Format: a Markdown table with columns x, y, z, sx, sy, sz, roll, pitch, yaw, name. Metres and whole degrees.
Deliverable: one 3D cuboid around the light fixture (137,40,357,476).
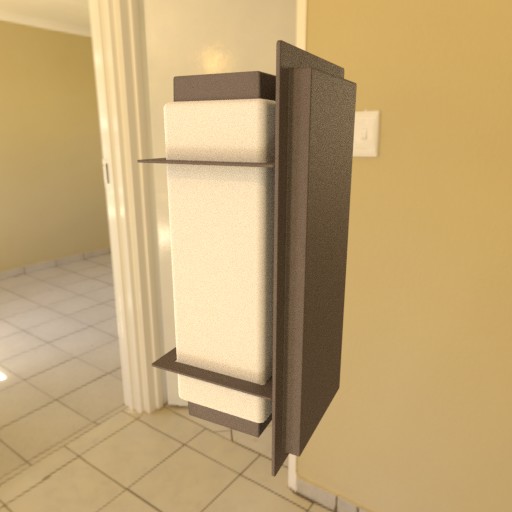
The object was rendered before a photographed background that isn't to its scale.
| x | y | z | sx | sy | sz | roll | pitch | yaw | name |
| --- | --- | --- | --- | --- | --- | --- | --- | --- | --- |
| 0.000 | 0.000 | 0.427 | 0.146 | 0.347 | 0.153 | 8 | 17 | 26 | light fixture |
